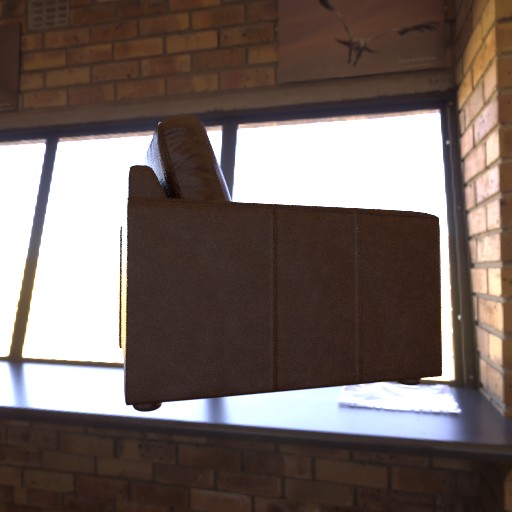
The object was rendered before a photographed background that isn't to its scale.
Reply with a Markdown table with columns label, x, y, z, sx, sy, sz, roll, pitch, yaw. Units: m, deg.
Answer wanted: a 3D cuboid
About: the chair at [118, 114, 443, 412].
| label | x | y | z | sx | sy | sz | roll | pitch | yaw |
| --- | --- | --- | --- | --- | --- | --- | --- | --- | --- |
| chair | 0.000 | 0.000 | 1.749 | 1.016 | 0.873 | 1.005 | 1 | -2 | -18 |
